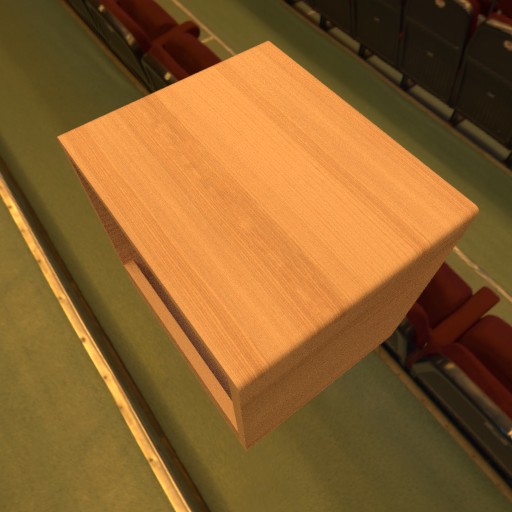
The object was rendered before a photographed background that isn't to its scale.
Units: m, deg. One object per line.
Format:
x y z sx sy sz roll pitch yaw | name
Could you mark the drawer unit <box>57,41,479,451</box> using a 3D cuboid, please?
0.000 0.000 0.605 0.290 0.344 0.344 -33 64 -18 | drawer unit
